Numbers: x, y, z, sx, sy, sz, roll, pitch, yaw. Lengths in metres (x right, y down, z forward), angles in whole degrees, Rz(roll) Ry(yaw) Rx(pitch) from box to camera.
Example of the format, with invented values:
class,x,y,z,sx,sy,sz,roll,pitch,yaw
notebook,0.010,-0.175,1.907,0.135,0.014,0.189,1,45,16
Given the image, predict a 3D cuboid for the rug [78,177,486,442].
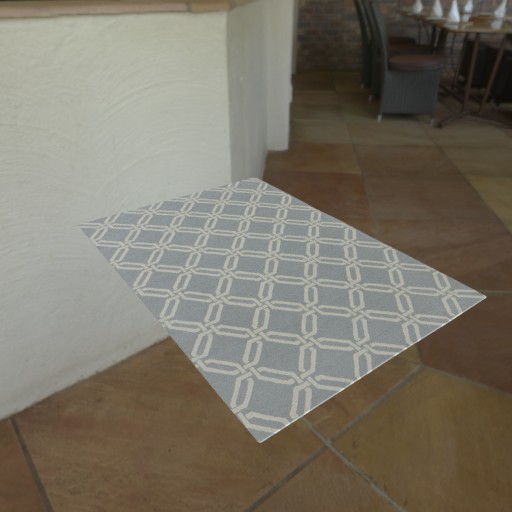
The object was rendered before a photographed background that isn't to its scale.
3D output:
class,x,y,z,sx,sy,sz,roll,pitch,yaw
rug,0.000,0.000,2.733,1.522,0.013,2.133,-21,37,-30
